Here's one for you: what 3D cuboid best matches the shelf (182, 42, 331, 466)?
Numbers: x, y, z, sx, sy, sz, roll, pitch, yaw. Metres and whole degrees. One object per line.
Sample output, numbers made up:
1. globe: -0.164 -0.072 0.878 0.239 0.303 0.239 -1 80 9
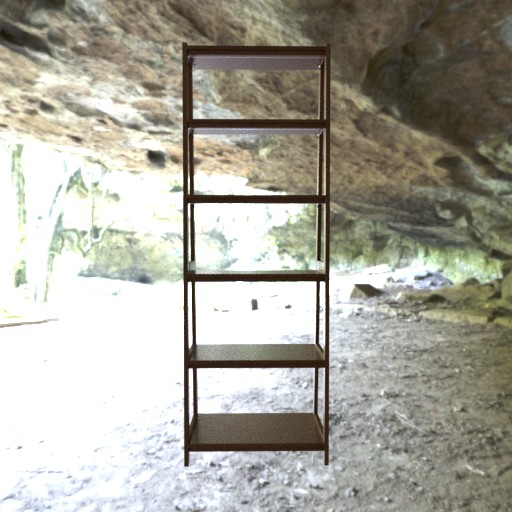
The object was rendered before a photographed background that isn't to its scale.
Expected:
1. shelf: 0.000 0.000 2.171 0.660 1.892 0.382 0 2 -1
